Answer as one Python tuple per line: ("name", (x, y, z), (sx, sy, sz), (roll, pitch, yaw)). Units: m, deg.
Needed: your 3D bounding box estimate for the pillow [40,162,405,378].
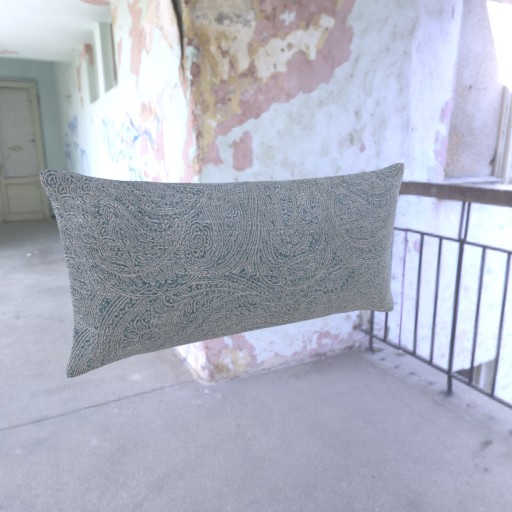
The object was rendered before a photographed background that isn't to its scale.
("pillow", (0.000, 0.000, 0.732), (0.615, 0.295, 0.151), (-7, 16, -25))
